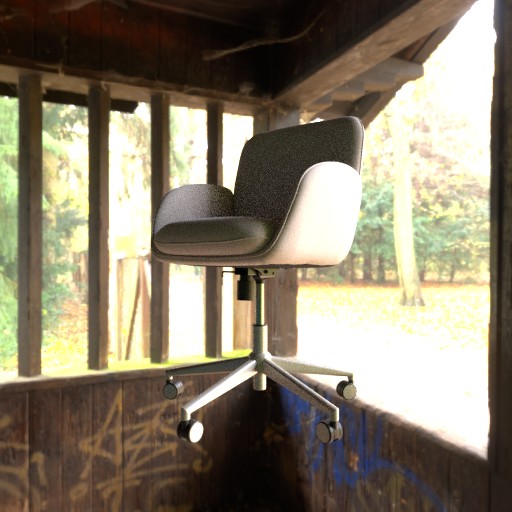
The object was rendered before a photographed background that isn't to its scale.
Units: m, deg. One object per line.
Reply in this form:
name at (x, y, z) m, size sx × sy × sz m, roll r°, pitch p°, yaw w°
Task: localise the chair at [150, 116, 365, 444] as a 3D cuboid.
chair at (0.000, 0.000, 1.379) m, size 0.648 × 0.959 × 0.633 m, roll 0°, pitch 0°, yaw 37°
